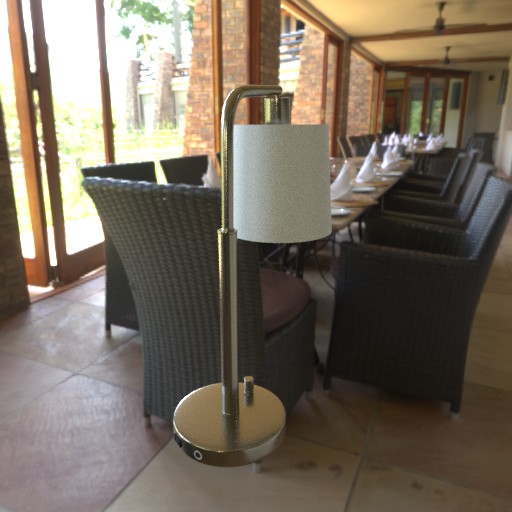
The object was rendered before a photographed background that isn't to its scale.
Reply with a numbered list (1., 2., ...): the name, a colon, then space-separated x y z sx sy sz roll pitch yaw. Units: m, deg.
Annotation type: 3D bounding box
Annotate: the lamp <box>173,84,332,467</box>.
1. lamp: 0.000 0.000 0.662 0.171 0.489 0.333 8 18 26
